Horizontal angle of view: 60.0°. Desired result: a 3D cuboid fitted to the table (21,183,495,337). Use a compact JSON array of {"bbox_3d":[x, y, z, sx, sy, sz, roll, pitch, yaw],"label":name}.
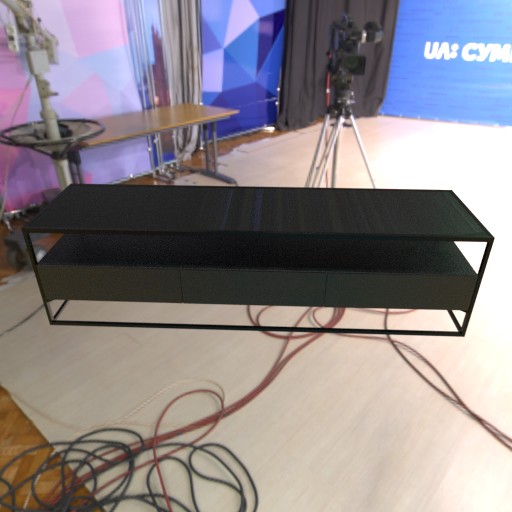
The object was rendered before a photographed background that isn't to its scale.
[{"bbox_3d":[0.000,0.000,1.656,1.486,0.395,0.399,1,30,2],"label":"table"}]
